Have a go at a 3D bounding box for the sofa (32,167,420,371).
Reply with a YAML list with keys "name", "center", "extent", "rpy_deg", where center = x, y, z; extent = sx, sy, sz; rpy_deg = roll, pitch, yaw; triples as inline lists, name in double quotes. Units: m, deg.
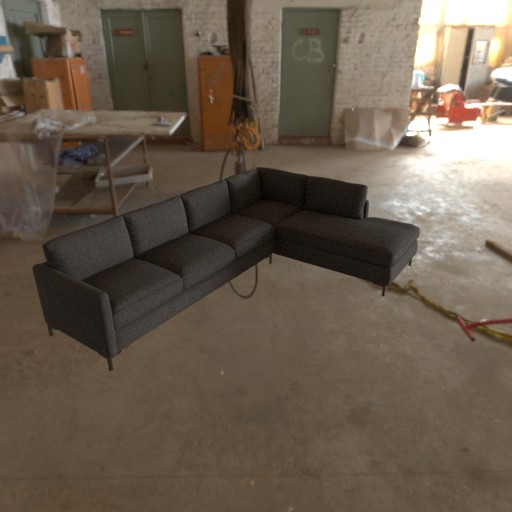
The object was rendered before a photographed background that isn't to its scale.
- name: "sofa"
  center: [0.000, 0.000, 3.878]
  extent: [2.007, 0.815, 2.949]
  rpy_deg: [17, 30, 31]
